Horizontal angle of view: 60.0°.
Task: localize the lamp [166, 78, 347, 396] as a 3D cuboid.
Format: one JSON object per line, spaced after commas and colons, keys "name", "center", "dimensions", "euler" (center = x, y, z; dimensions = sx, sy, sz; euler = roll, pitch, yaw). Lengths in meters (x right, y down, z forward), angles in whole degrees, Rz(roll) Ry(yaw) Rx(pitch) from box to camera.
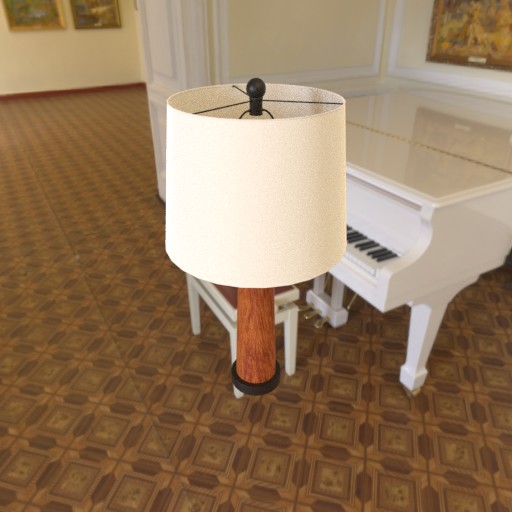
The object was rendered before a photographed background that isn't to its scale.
{"name": "lamp", "center": [0.000, 0.000, 0.885], "dimensions": [0.349, 0.667, 0.349], "euler": [0, 30, 0]}
